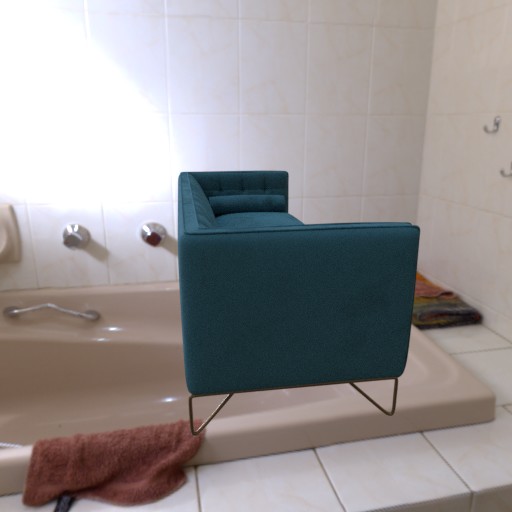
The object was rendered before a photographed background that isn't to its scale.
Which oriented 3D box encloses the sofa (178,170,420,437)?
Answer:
[{"bbox_3d":[0.000,0.000,2.571,0.867,0.789,2.087,-3,17,-9],"label":"sofa"}]
